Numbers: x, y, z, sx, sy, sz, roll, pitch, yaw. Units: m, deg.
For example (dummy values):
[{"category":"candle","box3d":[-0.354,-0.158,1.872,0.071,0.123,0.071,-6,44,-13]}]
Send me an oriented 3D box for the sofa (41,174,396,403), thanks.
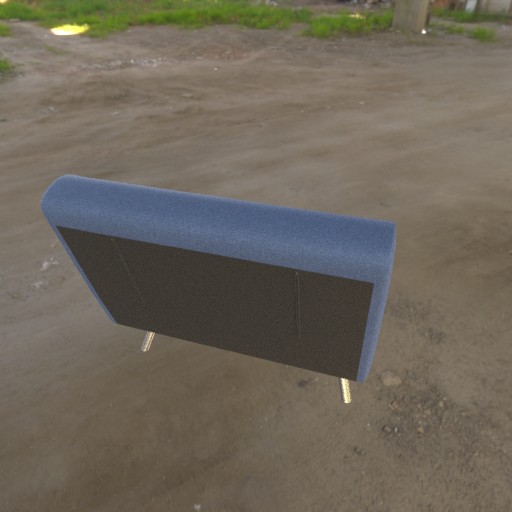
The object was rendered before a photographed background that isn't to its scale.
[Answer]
[{"category":"sofa","box3d":[0.000,0.000,1.730,0.999,0.860,0.996,10,35,15]}]
